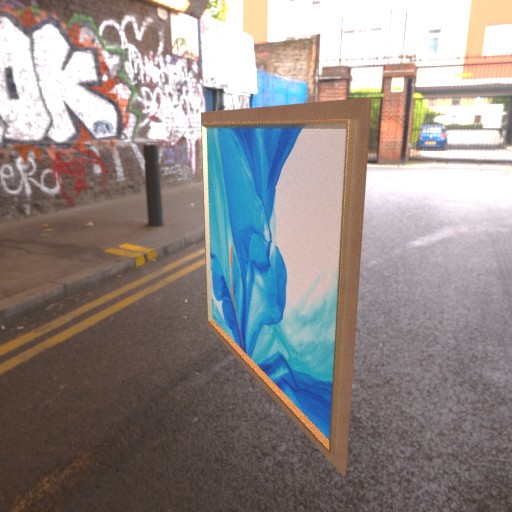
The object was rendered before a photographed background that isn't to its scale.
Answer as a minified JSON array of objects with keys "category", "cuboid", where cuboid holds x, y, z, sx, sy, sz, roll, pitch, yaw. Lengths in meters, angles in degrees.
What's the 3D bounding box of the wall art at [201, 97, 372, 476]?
[{"category":"wall art","cuboid":[0.000,0.000,1.675,0.025,1.067,1.168,-8,18,-25]}]
